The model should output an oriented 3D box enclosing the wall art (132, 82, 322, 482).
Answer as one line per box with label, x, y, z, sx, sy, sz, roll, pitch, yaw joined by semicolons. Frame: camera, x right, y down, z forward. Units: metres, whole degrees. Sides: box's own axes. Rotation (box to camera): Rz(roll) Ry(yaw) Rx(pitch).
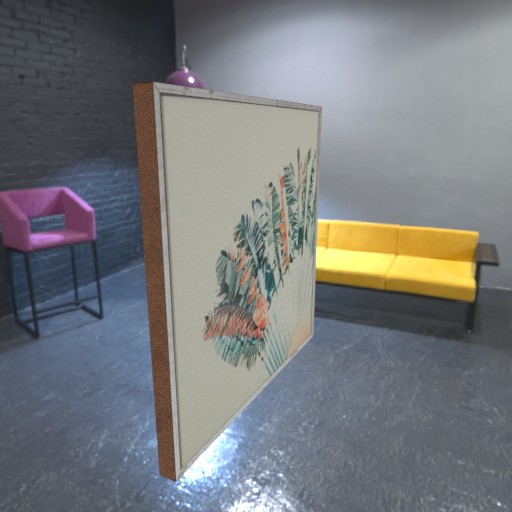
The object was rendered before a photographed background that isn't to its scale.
wall art;0.000;0.000;0.752;0.029;0.506;0.508;8;18;27
